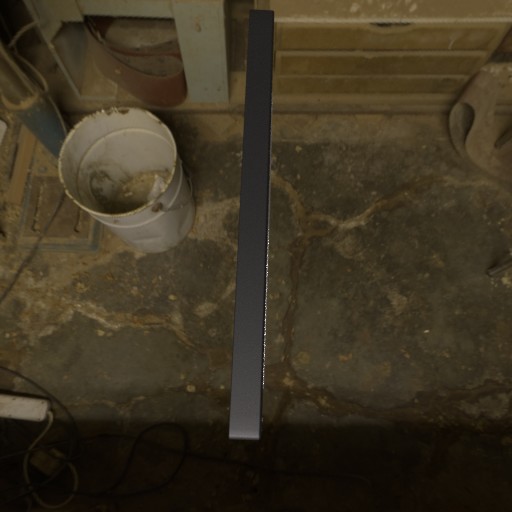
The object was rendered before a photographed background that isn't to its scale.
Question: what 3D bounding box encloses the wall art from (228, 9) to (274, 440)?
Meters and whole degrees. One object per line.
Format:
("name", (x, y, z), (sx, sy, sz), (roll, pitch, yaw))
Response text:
("wall art", (0.000, 0.000, 0.885), (0.043, 0.611, 0.610), (2, 74, 1))
